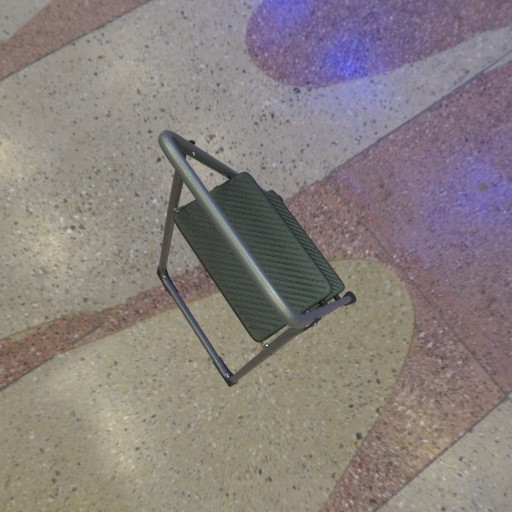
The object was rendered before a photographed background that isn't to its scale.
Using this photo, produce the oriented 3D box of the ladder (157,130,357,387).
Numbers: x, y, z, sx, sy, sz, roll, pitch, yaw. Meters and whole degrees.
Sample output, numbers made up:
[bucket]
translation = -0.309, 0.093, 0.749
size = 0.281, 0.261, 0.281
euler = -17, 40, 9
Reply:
[ladder]
translation = 0.000, 0.000, 1.033
size = 0.472, 0.720, 0.430
euler = -33, 78, -8
